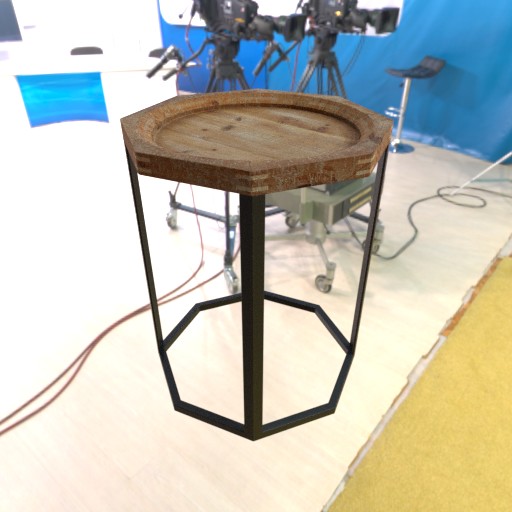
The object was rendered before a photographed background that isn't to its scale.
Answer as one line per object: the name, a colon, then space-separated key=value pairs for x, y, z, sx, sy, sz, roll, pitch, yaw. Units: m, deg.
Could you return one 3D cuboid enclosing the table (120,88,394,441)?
table: x=0.000 y=0.000 z=0.887 sx=0.458 sy=0.543 sz=0.458 roll=1 pitch=33 yaw=1
